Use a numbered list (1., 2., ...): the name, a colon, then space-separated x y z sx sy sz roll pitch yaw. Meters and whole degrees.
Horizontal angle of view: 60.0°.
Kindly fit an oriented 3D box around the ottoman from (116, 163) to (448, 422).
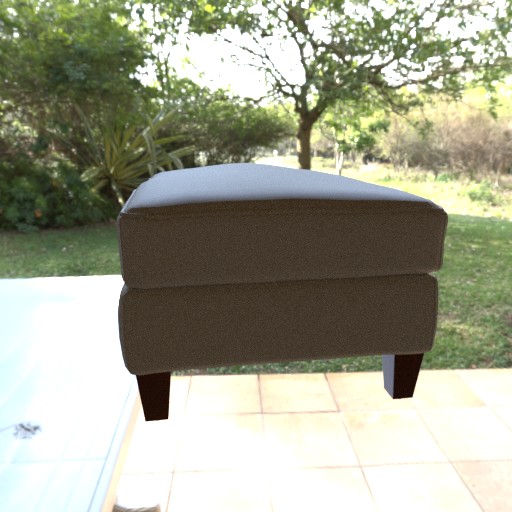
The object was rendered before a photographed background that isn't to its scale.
1. ottoman: 0.000 0.000 1.207 0.634 0.479 0.818 -2 15 -9
